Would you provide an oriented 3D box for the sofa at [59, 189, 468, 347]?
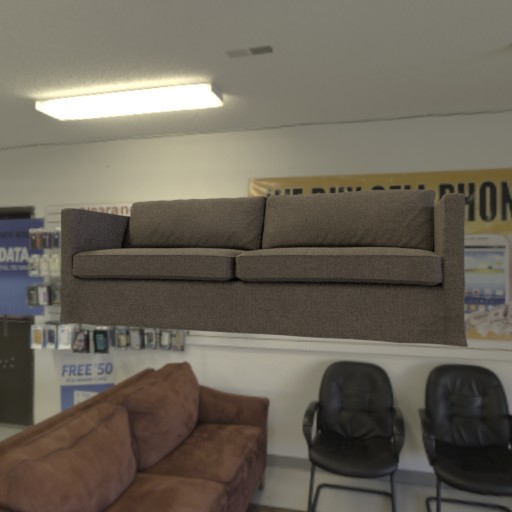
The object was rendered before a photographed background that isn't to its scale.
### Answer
[{"bbox_3d":[0.000,0.000,3.323,2.779,0.998,1.036,0,0,18],"label":"sofa"}]
